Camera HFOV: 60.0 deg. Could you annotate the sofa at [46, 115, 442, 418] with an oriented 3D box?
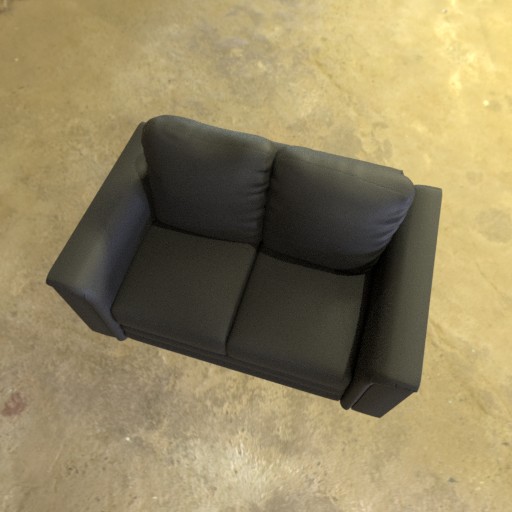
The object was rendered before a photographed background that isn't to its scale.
[{"bbox_3d":[0.000,0.000,1.921,1.386,0.845,0.887,15,61,8],"label":"sofa"}]
